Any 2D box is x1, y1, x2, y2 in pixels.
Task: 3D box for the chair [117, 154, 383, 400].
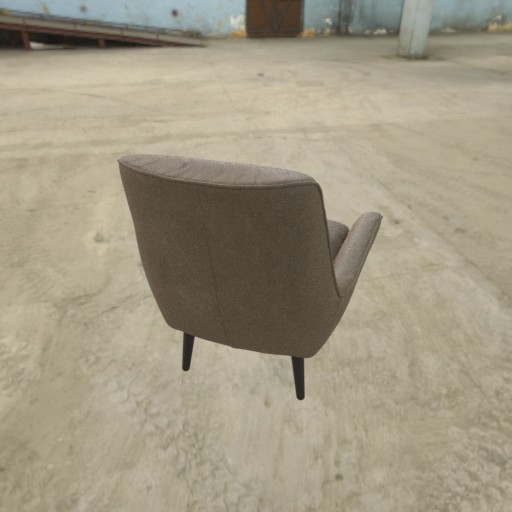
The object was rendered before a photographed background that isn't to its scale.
[{"bbox_3d":[0.000,0.000,1.530,0.787,0.888,0.824,10,32,15],"label":"chair"}]
